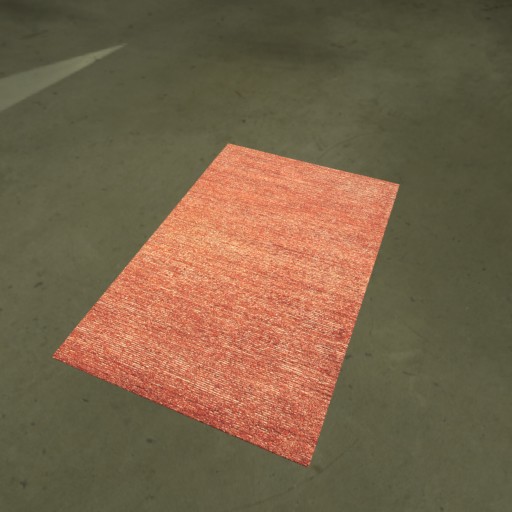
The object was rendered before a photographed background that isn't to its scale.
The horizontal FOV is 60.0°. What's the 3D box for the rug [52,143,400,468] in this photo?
[{"bbox_3d":[0.000,0.000,2.265,1.139,0.011,1.747,17,49,15],"label":"rug"}]
